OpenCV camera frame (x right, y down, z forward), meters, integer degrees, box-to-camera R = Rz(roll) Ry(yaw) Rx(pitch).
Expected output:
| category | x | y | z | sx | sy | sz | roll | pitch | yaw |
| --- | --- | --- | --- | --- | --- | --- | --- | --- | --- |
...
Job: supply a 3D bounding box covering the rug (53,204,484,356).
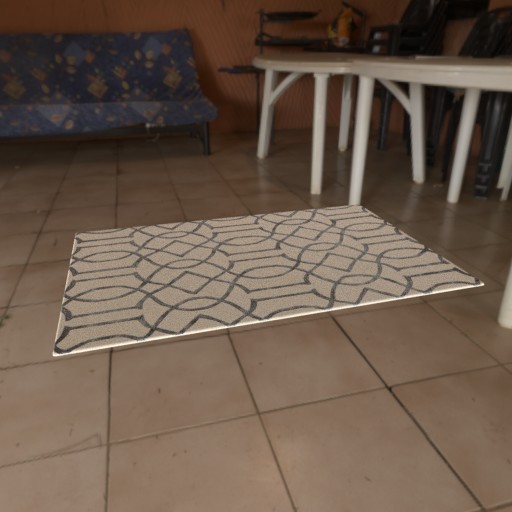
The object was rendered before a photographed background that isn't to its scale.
| category | x | y | z | sx | sy | sz | roll | pitch | yaw |
| --- | --- | --- | --- | --- | --- | --- | --- | --- | --- |
| rug | 0.000 | 0.000 | 2.963 | 2.365 | 0.017 | 1.521 | -7 | 26 | -15 |
